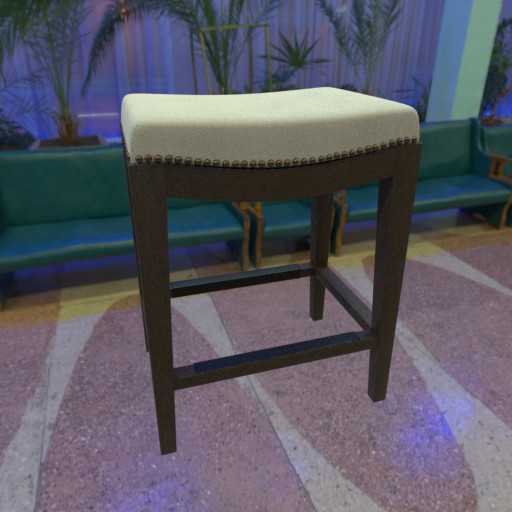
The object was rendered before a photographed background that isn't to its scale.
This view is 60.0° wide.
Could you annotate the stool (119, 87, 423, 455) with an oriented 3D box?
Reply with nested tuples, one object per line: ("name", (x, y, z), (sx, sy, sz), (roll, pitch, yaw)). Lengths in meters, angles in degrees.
("stool", (0.000, 0.000, 0.948), (0.500, 0.642, 0.361), (-8, 28, -15))
